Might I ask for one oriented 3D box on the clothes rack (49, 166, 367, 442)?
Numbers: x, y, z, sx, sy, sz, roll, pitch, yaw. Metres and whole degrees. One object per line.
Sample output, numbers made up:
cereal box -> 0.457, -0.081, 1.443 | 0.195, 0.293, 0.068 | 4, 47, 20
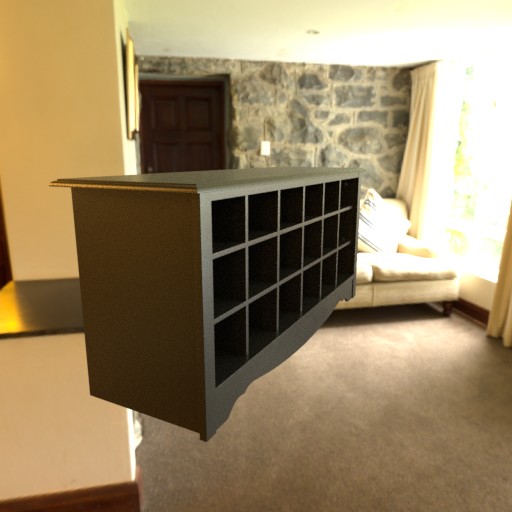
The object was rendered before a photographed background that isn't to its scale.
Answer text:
clothes rack -> 0.000, 0.000, 1.487 | 0.406, 0.556, 1.219 | 7, 15, 27
